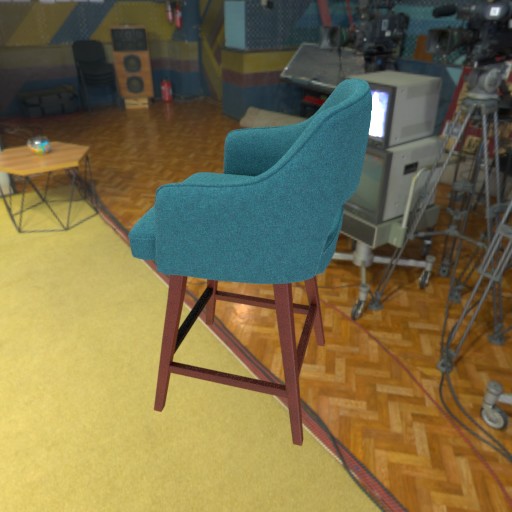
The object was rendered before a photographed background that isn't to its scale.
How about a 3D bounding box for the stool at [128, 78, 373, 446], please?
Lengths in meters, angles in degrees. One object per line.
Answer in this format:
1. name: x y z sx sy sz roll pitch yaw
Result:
1. stool: 0.000 0.000 1.301 0.556 0.961 0.548 8 31 14
